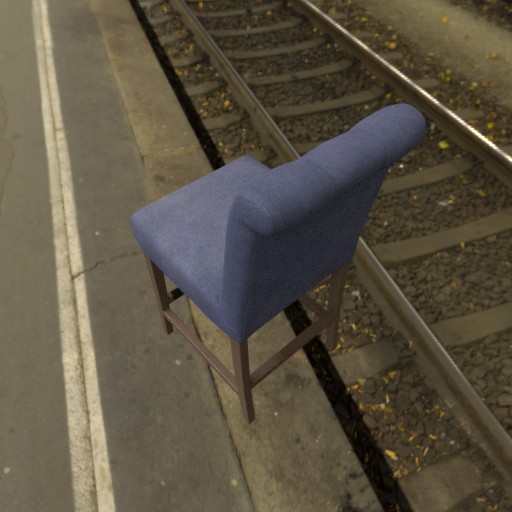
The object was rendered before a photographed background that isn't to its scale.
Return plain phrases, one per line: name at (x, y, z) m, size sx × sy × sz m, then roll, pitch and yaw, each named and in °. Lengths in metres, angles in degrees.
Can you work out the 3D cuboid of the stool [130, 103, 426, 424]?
stool at (0.000, 0.000, 1.319) m, size 0.493 × 1.010 × 0.601 m, roll -33°, pitch 56°, yaw -27°
